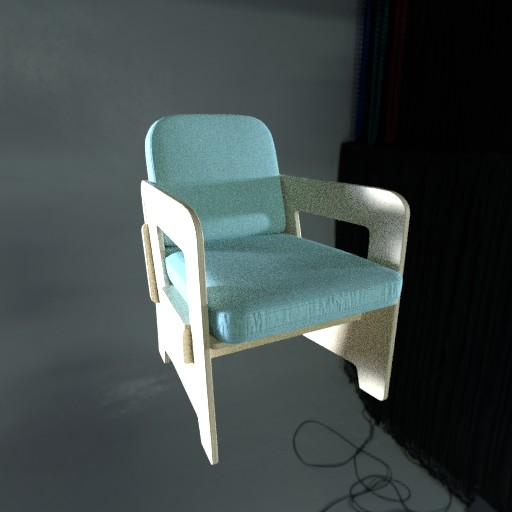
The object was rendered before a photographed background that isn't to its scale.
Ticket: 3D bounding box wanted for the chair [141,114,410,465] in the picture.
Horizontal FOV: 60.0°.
[{"bbox_3d":[0.000,0.000,1.292,0.590,0.800,0.710,-9,18,-27],"label":"chair"}]
